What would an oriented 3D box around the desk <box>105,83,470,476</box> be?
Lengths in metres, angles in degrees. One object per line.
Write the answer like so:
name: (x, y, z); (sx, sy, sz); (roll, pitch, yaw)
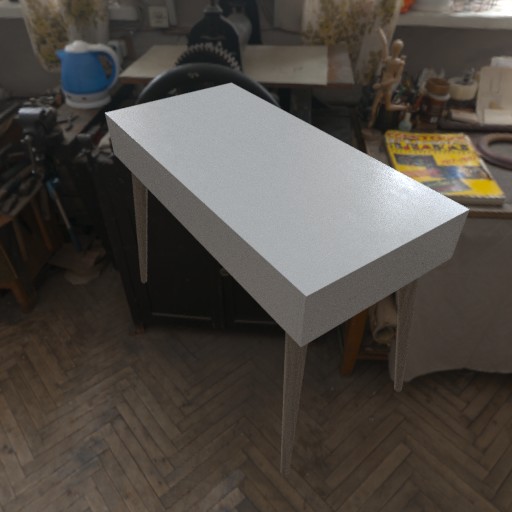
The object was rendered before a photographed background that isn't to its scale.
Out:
desk: (0.000, 0.000, 1.417); (0.491, 0.723, 0.979); (-24, 46, -26)
